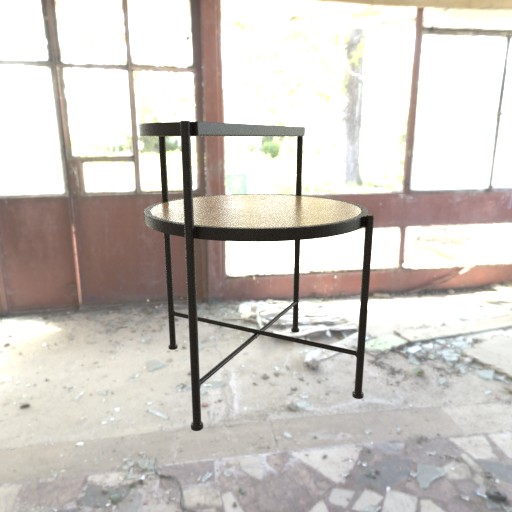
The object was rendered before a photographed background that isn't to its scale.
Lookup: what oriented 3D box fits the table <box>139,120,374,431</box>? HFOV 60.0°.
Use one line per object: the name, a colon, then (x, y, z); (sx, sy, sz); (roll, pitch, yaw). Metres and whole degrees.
table: (0.000, 0.000, 1.203); (0.628, 0.684, 0.629); (8, 17, 26)
